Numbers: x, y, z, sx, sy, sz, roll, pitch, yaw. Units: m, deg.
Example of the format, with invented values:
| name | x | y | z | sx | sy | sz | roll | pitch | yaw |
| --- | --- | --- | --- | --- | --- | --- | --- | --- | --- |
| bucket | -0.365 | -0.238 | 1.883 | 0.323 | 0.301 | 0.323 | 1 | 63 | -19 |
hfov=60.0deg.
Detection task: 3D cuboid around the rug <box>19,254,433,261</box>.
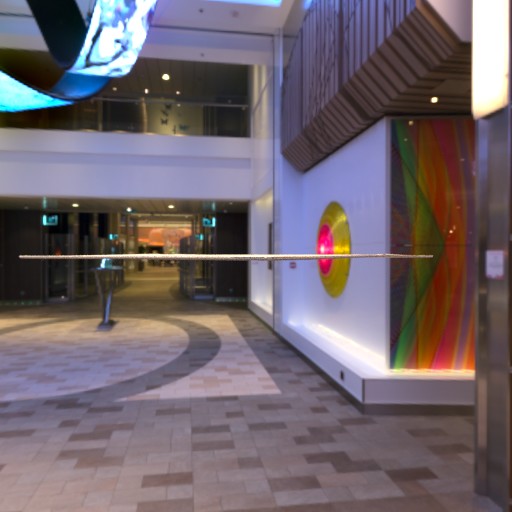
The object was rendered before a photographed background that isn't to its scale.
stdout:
| name | x | y | z | sx | sy | sz | roll | pitch | yaw |
| --- | --- | --- | --- | --- | --- | --- | --- | --- | --- |
| rug | 0.000 | 0.000 | 4.226 | 2.467 | 0.046 | 3.245 | 0 | 0 | 35 |
